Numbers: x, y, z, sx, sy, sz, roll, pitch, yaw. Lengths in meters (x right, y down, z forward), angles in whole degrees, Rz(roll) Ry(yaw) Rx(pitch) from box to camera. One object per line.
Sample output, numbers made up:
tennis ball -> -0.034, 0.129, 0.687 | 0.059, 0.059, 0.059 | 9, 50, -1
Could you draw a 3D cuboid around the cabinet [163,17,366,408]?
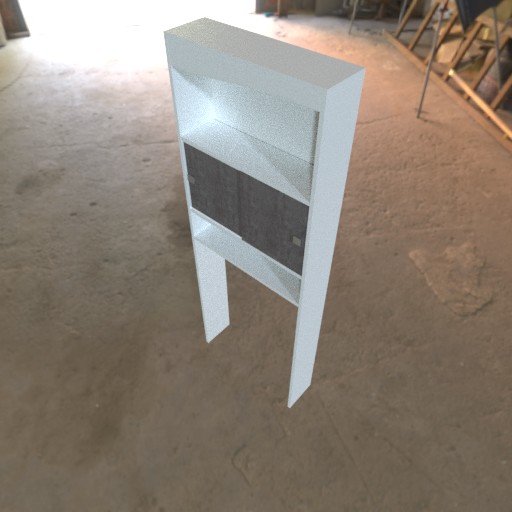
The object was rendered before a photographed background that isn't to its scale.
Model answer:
cabinet -> 0.000, 0.000, 1.957 | 0.643, 1.770, 0.192 | 32, 53, 28
